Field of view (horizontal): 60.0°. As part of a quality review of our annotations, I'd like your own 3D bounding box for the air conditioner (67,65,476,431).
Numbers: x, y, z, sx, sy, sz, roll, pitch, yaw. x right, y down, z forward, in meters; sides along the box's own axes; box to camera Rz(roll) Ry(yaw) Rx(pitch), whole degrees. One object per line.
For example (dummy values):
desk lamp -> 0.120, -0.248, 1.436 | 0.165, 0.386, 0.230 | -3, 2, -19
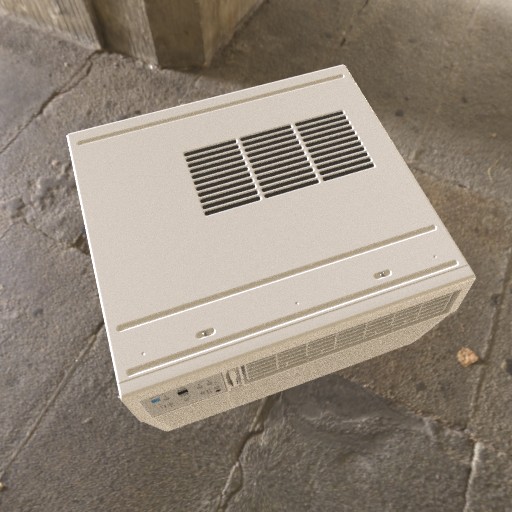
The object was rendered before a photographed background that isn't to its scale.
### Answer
air conditioner -> 0.000, 0.000, 1.062 | 0.645, 0.455, 0.599 | -17, 65, -8
